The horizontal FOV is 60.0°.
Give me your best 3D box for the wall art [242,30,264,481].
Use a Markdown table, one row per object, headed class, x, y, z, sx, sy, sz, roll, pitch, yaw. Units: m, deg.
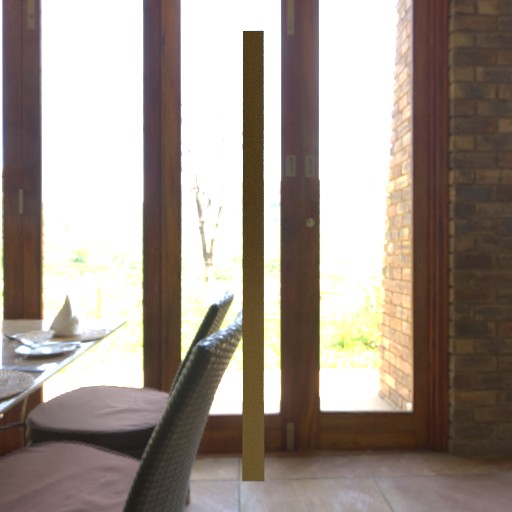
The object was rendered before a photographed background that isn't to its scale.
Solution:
| class | x | y | z | sx | sy | sz | roll | pitch | yaw |
| --- | --- | --- | --- | --- | --- | --- | --- | --- | --- |
| wall art | 0.000 | 0.000 | 1.127 | 0.037 | 0.760 | 0.762 | 0 | 0 | 1 |
